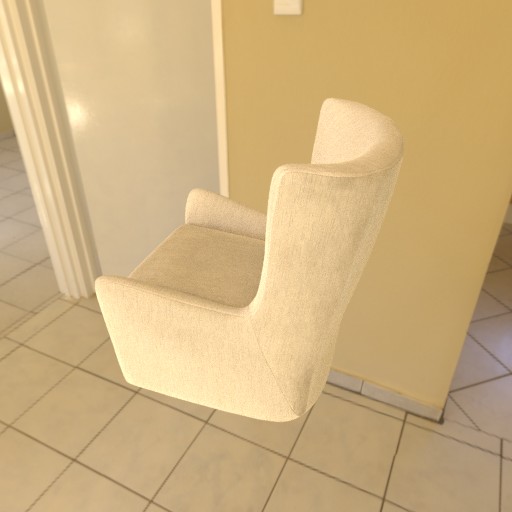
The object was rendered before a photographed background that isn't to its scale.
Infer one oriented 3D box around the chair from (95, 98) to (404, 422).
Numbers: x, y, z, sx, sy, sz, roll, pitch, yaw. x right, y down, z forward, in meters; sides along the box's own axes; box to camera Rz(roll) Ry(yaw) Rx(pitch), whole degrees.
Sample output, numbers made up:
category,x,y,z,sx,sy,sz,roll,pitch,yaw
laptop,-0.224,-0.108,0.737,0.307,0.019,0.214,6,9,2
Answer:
category,x,y,z,sx,sy,sz,roll,pitch,yaw
chair,0.000,0.000,1.640,0.904,1.000,0.779,9,33,14
